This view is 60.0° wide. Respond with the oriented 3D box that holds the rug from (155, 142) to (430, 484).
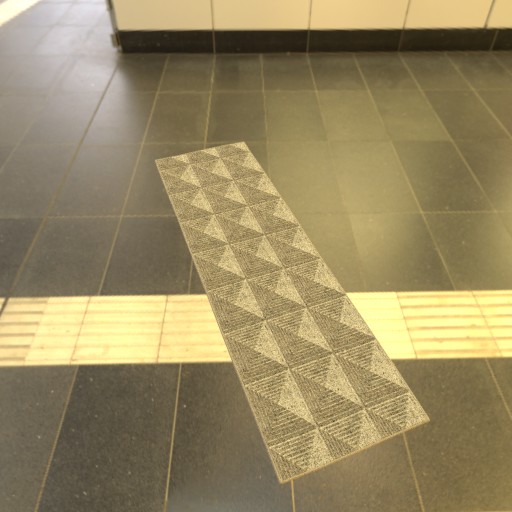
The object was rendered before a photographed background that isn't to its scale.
[{"bbox_3d":[0.000,0.000,2.358,0.645,0.015,2.182,-15,48,-14],"label":"rug"}]
